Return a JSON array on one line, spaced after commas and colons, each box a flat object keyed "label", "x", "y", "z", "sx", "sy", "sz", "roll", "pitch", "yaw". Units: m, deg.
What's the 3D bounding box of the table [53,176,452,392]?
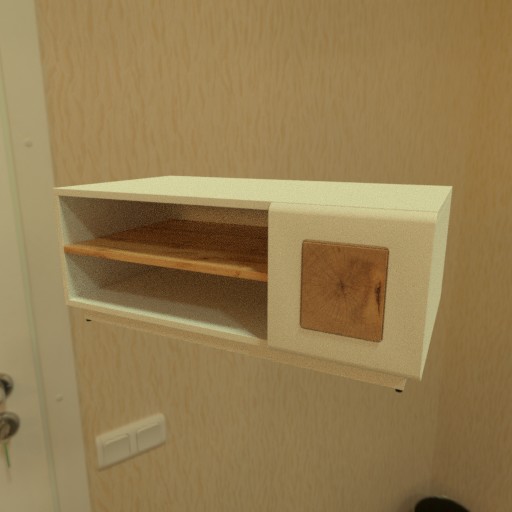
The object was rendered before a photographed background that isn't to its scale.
[{"label": "table", "x": 0.000, "y": 0.000, "z": 1.433, "sx": 1.097, "sy": 0.442, "sz": 0.639, "roll": 7, "pitch": 16, "yaw": 25}]
